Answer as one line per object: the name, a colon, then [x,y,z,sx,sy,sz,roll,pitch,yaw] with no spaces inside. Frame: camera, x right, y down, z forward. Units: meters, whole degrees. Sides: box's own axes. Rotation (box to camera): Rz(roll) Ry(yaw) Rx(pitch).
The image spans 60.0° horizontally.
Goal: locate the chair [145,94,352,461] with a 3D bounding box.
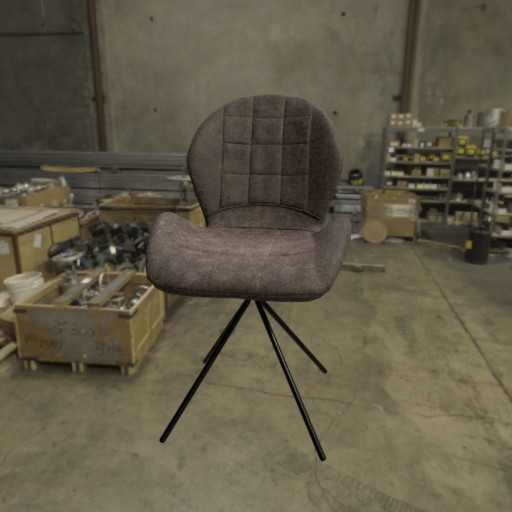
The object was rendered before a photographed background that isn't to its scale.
chair: [0.000,0.000,1.296,0.527,0.934,0.640,3,16,9]
